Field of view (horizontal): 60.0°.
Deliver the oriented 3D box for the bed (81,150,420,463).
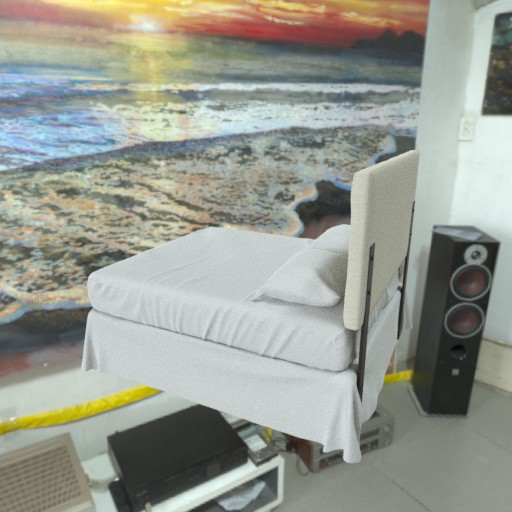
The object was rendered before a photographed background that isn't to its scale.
[{"bbox_3d":[0.000,0.000,3.448,2.222,1.577,1.936,9,19,26],"label":"bed"}]
